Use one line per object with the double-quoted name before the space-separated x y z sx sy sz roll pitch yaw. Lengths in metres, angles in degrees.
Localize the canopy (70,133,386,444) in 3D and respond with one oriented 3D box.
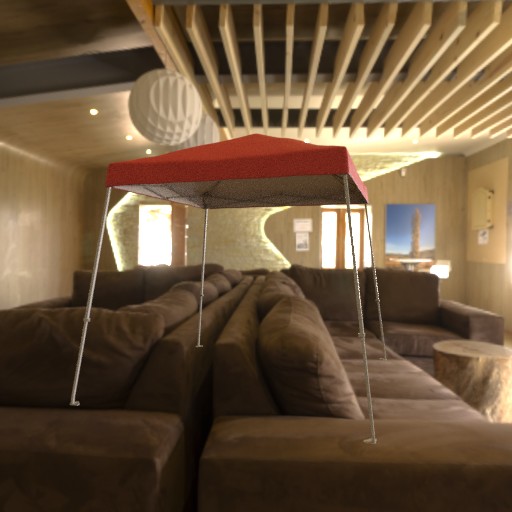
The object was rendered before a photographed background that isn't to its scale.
"canopy" 0.000 0.000 6.531 3.599 3.600 3.600 0 0 18
